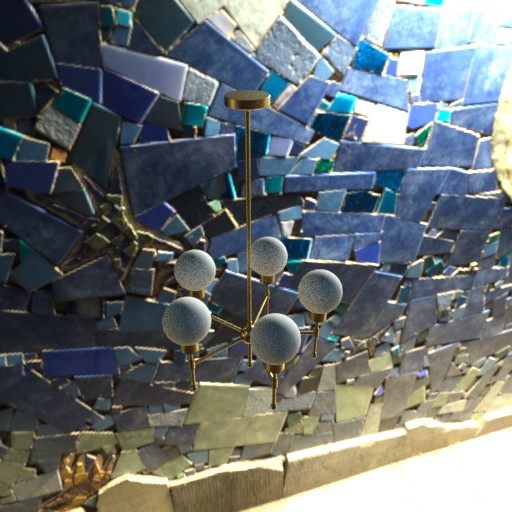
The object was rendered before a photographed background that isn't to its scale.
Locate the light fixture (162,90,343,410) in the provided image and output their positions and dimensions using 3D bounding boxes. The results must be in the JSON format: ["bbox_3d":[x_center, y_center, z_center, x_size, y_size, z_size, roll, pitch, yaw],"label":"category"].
[{"bbox_3d":[0.000,0.000,1.906,0.785,1.331,0.815,-1,32,-1],"label":"light fixture"}]
